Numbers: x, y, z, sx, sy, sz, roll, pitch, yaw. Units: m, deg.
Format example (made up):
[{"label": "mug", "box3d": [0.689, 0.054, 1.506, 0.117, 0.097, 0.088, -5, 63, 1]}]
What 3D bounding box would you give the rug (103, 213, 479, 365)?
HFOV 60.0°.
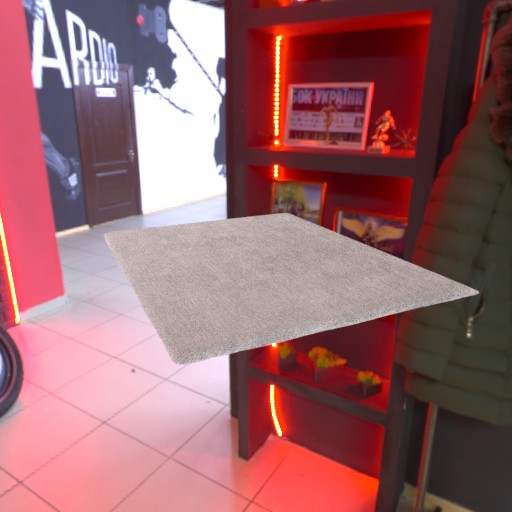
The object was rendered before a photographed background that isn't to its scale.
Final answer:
[{"label": "rug", "box3d": [0.000, 0.000, 4.047, 2.332, 0.027, 2.933, -9, 20, -24]}]
